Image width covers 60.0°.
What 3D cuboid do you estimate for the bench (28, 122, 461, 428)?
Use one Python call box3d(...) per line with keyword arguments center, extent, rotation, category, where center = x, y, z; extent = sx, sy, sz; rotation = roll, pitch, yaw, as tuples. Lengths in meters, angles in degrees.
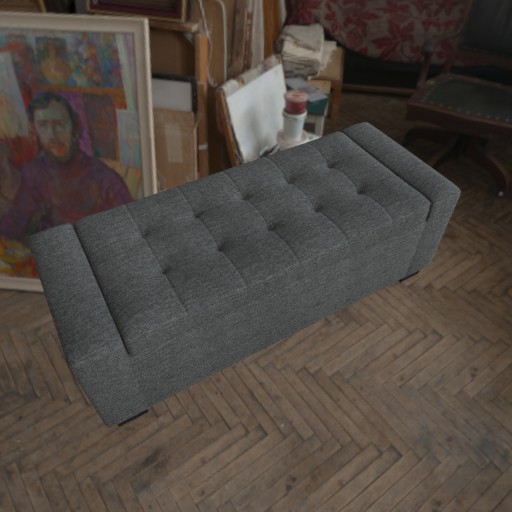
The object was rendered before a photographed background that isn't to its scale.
box3d(center=(0.000, 0.000, 1.541), extent=(1.296, 0.445, 0.508), rotation=(-23, 52, -20), category="bench")
